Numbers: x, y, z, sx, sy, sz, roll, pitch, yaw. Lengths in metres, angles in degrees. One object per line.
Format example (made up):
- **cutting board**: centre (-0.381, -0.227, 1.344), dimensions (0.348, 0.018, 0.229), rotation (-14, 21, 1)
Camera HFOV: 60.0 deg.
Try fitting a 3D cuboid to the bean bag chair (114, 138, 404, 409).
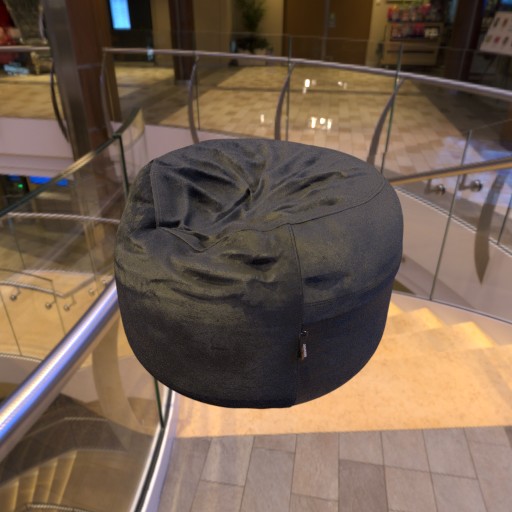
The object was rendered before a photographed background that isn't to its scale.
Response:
- **bean bag chair**: centre (0.000, 0.000, 1.482), dimensions (0.918, 0.605, 0.918), rotation (0, 29, 0)
